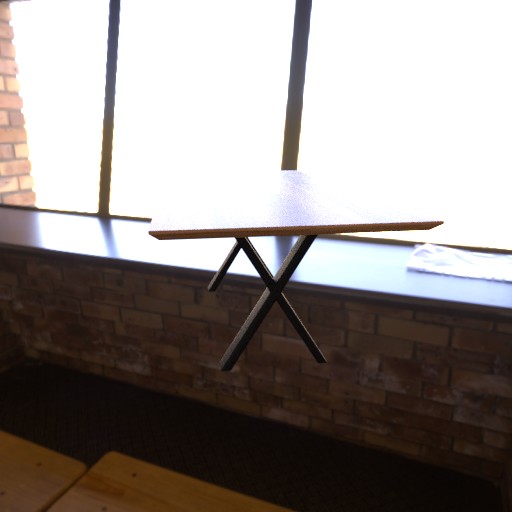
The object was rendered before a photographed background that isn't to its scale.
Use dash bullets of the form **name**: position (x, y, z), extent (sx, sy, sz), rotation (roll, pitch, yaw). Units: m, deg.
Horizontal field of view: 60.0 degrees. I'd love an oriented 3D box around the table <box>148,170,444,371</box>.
- **table**: position (0.000, 0.000, 2.509), extent (1.000, 0.770, 2.000), rotation (-3, 16, -9)
